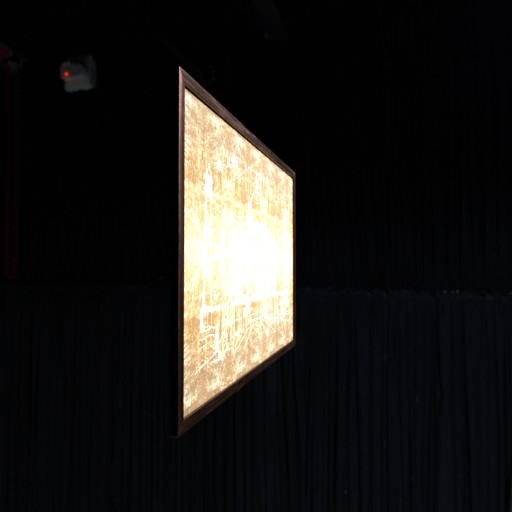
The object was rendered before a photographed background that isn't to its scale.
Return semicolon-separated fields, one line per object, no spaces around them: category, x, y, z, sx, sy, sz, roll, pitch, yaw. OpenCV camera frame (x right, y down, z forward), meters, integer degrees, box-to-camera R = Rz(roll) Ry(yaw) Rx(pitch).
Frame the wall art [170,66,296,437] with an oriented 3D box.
wall art;0.000;0.000;1.057;0.014;0.559;0.816;0;-1;17
